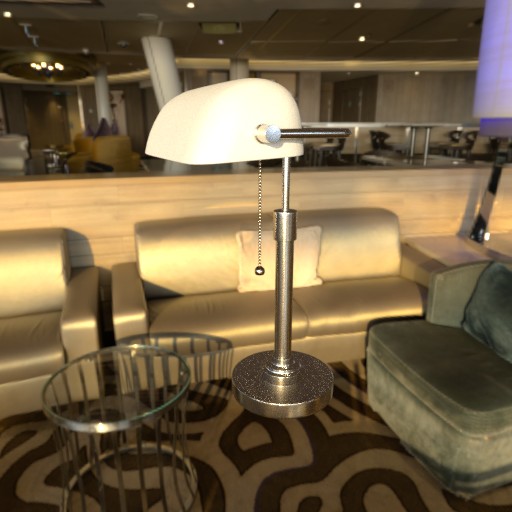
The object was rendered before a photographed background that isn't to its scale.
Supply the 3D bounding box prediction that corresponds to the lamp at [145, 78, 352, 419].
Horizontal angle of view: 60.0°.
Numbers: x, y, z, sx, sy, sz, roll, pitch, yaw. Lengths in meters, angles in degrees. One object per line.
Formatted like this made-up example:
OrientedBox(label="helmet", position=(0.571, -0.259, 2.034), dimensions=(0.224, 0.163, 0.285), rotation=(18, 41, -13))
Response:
OrientedBox(label="lamp", position=(0.000, 0.000, 0.560), dimensions=(0.227, 0.404, 0.269), rotation=(-8, 18, -25))
